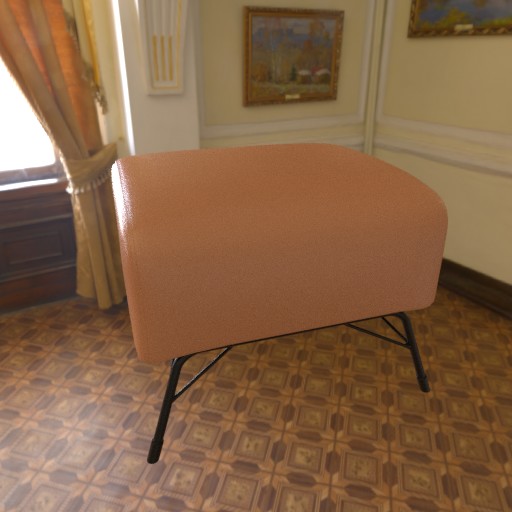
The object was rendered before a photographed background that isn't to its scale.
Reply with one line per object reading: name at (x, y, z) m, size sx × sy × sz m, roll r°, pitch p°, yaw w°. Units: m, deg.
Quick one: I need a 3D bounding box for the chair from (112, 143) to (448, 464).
chair at (0.000, 0.000, 0.908) m, size 0.530 × 0.410 × 0.530 m, roll -8°, pitch 26°, yaw -16°
